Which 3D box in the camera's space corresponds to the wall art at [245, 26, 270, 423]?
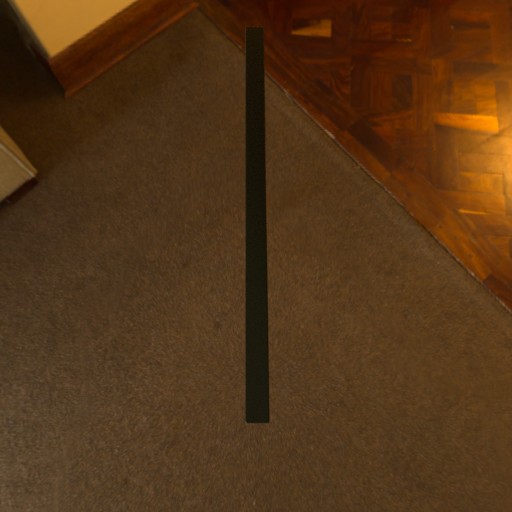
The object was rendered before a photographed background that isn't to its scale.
[{"bbox_3d":[0.000,0.000,1.163,0.038,0.761,0.755,0,75,0],"label":"wall art"}]
